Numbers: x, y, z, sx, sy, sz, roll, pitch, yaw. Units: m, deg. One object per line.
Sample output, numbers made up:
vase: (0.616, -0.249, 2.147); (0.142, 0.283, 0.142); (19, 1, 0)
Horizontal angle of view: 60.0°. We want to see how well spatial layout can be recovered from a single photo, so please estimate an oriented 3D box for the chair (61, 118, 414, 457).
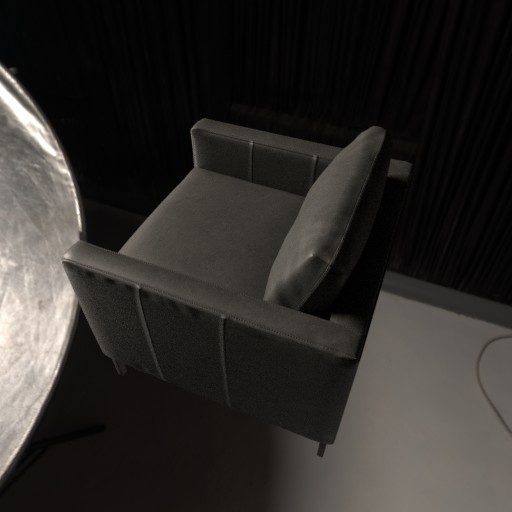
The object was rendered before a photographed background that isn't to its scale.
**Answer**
chair: (0.000, 0.000, 1.509); (0.861, 0.824, 0.967); (17, 48, 16)
